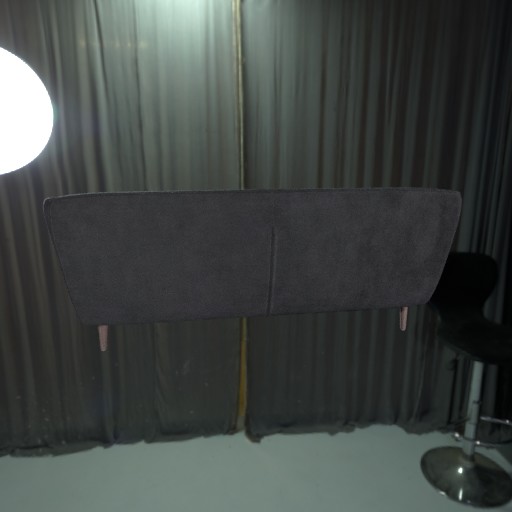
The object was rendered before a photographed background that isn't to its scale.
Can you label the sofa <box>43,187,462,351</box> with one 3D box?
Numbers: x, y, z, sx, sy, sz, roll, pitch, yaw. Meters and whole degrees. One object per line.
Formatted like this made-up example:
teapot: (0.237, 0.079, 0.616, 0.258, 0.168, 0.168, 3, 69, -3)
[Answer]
sofa: (0.000, 0.000, 2.672, 2.296, 0.875, 0.956, -2, 14, -9)
